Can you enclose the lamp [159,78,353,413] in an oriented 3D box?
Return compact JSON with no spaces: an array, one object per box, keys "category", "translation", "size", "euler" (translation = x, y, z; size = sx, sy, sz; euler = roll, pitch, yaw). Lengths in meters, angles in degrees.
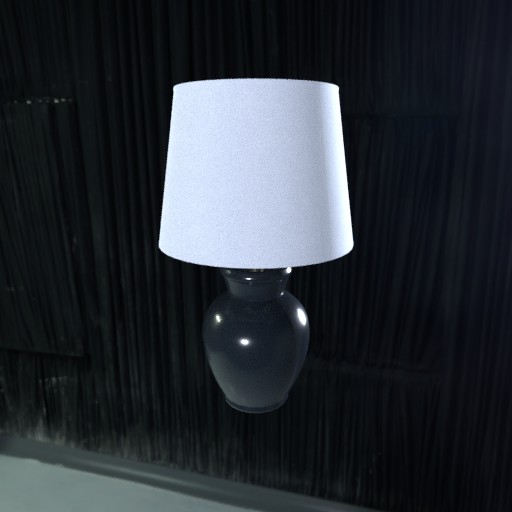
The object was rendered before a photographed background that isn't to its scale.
[{"category":"lamp","translation":[0.000,0.000,0.563],"size":[0.239,0.399,0.239],"euler":[0,15,0]}]
